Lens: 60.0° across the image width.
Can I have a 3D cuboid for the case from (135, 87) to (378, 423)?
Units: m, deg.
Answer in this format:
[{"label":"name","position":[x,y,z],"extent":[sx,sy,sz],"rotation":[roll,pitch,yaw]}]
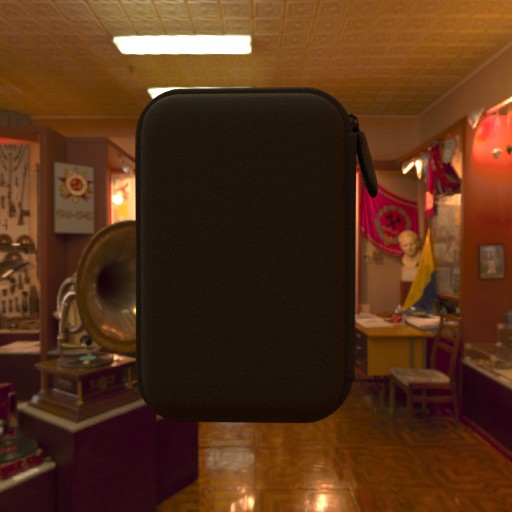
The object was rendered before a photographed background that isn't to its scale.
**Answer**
[{"label":"case","position":[0.000,0.000,0.196],"extent":[0.107,0.147,0.030],"rotation":[0,1,2]}]
